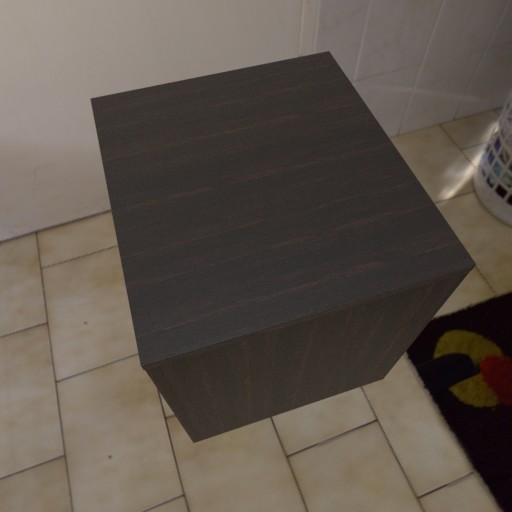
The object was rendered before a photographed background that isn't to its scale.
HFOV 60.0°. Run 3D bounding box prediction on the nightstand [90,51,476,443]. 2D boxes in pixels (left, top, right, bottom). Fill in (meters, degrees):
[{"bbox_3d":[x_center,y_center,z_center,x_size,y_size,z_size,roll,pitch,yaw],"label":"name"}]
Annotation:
[{"bbox_3d":[0.000,0.000,0.803,0.400,0.460,0.461,-15,59,-9],"label":"nightstand"}]
